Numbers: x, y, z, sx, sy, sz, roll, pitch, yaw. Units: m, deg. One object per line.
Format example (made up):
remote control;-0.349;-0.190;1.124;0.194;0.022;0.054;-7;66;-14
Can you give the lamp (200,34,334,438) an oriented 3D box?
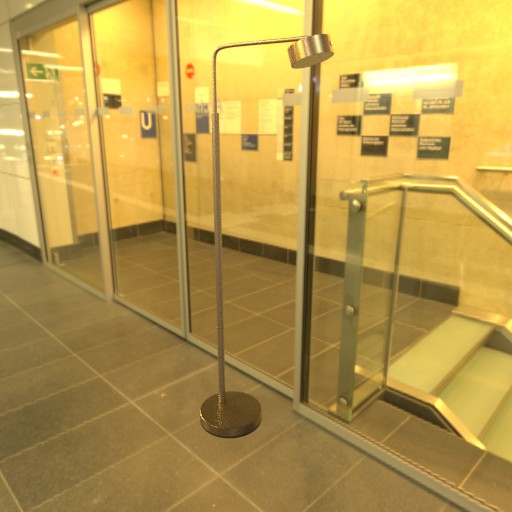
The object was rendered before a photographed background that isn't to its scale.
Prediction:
lamp;0.000;0.000;1.373;0.418;1.230;0.219;8;18;25
